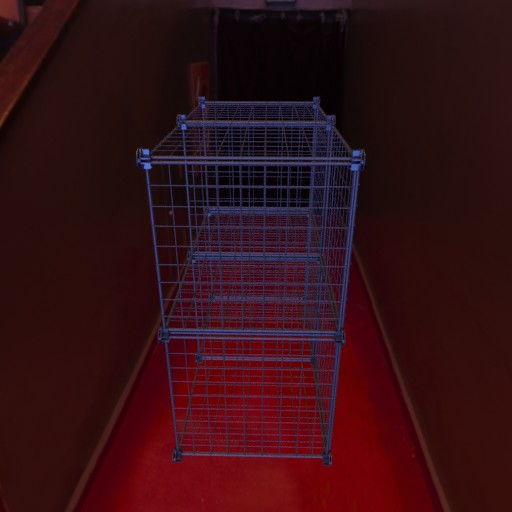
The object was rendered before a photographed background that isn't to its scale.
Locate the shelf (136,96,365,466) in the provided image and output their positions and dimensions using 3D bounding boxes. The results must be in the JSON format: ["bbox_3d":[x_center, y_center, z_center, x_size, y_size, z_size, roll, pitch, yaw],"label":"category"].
[{"bbox_3d":[0.000,0.000,1.157,0.356,0.711,0.711,1,26,1],"label":"shelf"}]
